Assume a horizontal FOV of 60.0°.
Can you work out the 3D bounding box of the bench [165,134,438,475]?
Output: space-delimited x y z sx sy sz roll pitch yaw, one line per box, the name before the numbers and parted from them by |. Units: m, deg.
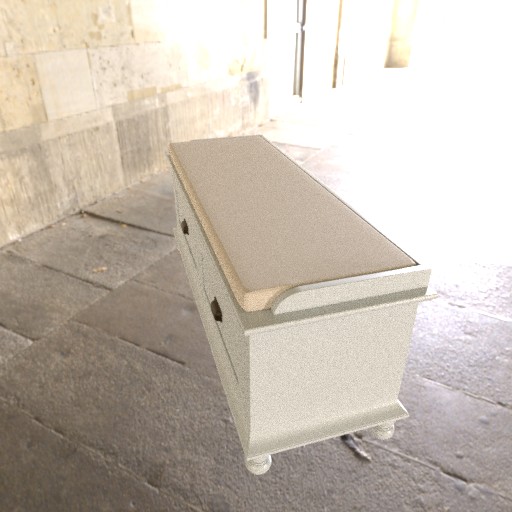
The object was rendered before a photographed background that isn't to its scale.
bench | 0.000 0.000 1.423 0.402 0.486 1.185 -8 30 -15
